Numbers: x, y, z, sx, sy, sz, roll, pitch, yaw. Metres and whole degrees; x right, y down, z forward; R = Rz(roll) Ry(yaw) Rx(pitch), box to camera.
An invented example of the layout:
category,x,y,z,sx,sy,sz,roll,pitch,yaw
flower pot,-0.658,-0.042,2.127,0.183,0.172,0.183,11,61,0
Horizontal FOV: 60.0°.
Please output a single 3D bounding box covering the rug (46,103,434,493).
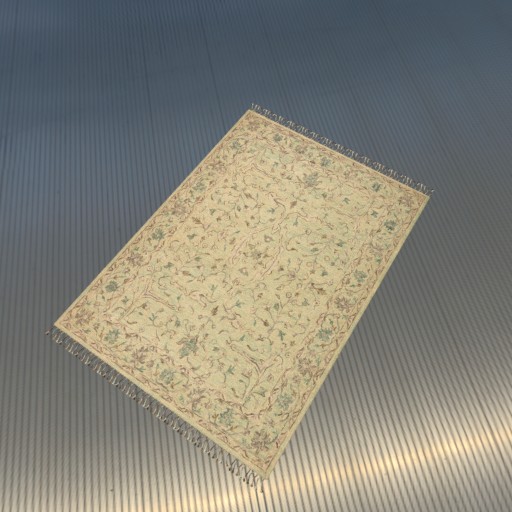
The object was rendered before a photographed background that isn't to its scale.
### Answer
category,x,y,z,sx,sy,sz,roll,pitch,yaw
rug,0.000,0.000,2.302,1.247,0.008,1.802,30,66,15
